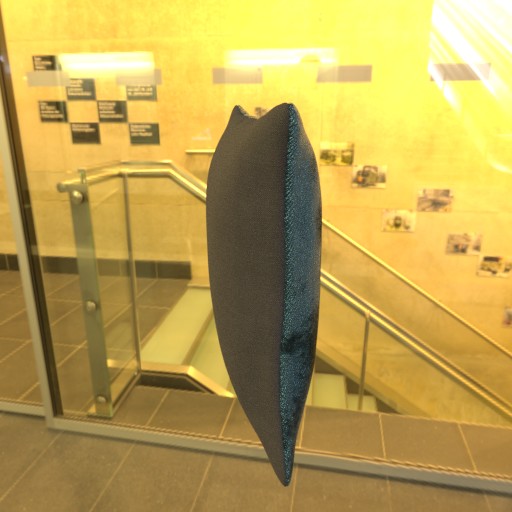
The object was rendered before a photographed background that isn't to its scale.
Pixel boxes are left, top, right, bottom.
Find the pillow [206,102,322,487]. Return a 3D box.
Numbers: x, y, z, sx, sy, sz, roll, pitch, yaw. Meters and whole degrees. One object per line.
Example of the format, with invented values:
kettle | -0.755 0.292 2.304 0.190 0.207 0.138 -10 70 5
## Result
pillow | 0.000 0.000 0.653 0.138 0.430 0.436 -3 18 -8
